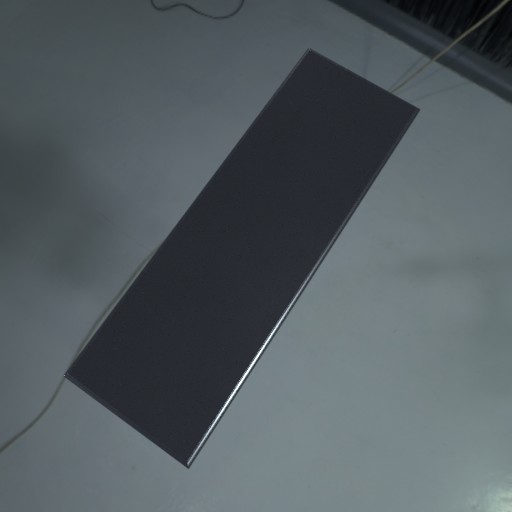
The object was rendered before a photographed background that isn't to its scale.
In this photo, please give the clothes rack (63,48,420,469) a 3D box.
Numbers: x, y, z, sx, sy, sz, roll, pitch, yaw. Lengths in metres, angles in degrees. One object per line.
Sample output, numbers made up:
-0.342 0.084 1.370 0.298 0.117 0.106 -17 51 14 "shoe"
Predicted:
0.000 0.000 1.520 0.406 0.556 1.219 33 78 8 "clothes rack"
